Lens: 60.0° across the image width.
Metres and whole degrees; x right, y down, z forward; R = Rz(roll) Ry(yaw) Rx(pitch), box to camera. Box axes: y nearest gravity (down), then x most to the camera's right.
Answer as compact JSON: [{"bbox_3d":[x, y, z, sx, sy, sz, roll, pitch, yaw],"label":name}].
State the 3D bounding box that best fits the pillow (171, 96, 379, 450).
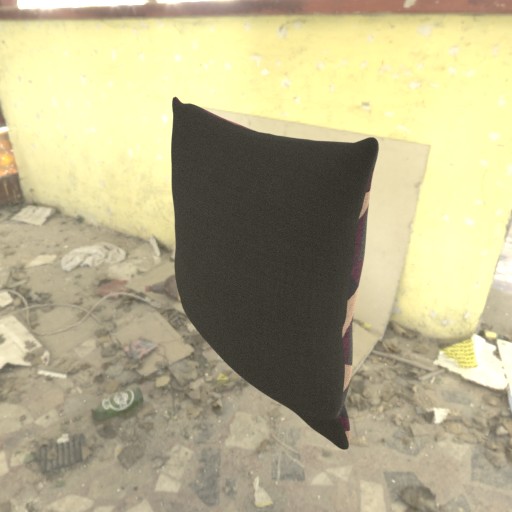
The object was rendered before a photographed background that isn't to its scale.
[{"bbox_3d":[0.000,0.000,0.779,0.208,0.496,0.503,-19,33,-32],"label":"pillow"}]
